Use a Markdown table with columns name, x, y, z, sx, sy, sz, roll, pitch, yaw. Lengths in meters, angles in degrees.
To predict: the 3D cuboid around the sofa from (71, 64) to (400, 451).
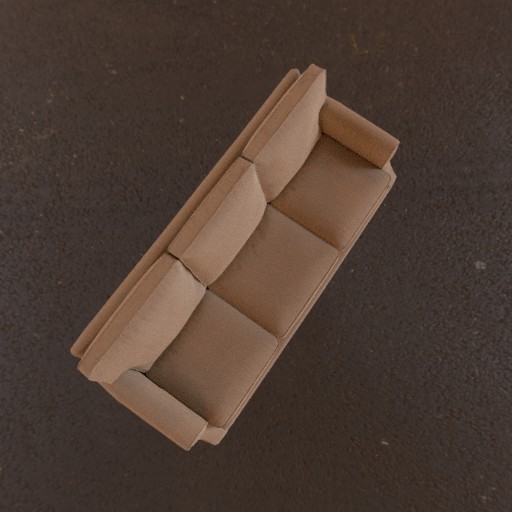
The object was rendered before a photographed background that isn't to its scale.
| name | x | y | z | sx | sy | sz | roll | pitch | yaw |
| --- | --- | --- | --- | --- | --- | --- | --- | --- | --- |
| sofa | 0.000 | 0.000 | 2.857 | 0.966 | 0.948 | 2.354 | 34 | 78 | 8 |
